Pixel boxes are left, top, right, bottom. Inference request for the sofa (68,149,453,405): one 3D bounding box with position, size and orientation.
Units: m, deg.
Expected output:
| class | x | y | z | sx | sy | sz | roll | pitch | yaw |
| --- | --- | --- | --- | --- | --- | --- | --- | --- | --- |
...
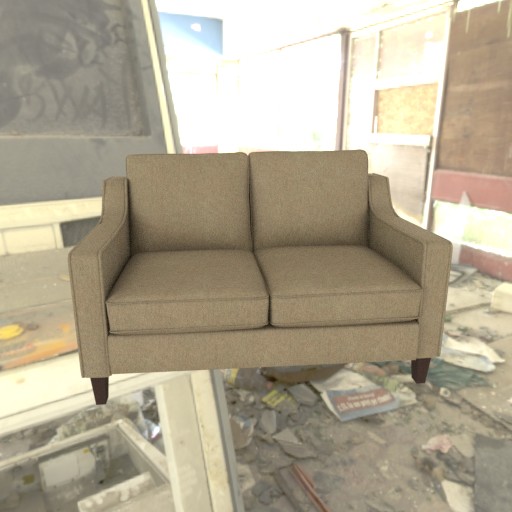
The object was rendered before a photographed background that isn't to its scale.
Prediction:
| class | x | y | z | sx | sy | sz | roll | pitch | yaw |
| --- | --- | --- | --- | --- | --- | --- | --- | --- | --- |
| sofa | 0.000 | 0.000 | 2.169 | 1.503 | 0.981 | 0.985 | -2 | 17 | -6 |
